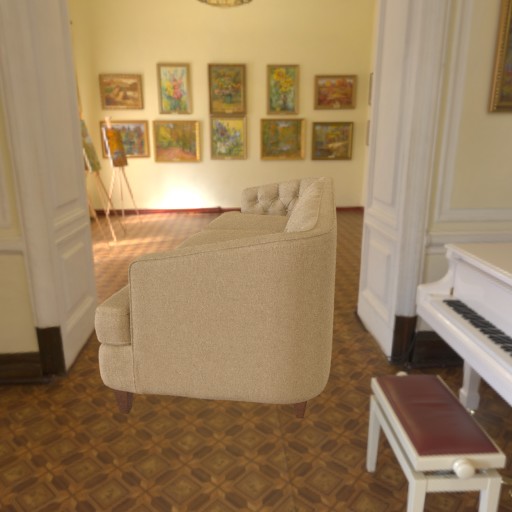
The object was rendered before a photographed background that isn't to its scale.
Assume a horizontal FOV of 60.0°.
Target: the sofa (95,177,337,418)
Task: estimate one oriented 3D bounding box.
[{"bbox_3d":[0.000,0.000,2.658,0.913,0.788,2.235,2,16,9],"label":"sofa"}]
